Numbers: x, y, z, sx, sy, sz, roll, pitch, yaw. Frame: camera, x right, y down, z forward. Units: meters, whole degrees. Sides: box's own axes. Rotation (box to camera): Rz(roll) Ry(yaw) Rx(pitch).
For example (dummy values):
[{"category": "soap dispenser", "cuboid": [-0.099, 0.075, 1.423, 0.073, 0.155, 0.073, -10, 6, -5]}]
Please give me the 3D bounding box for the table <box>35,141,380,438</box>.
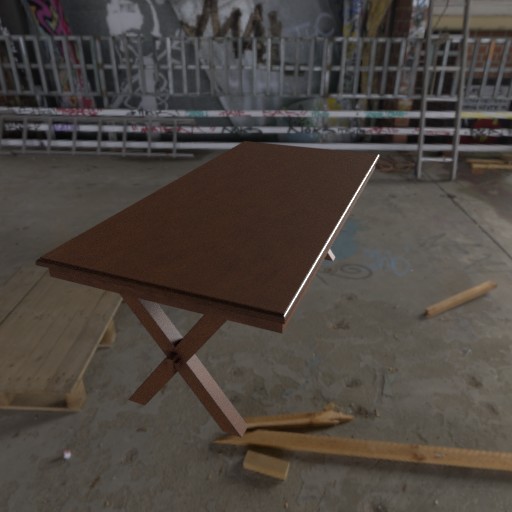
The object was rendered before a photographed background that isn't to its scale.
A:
[{"category": "table", "cuboid": [0.000, 0.000, 1.499, 0.594, 0.459, 1.197, 11, 30, 19]}]
